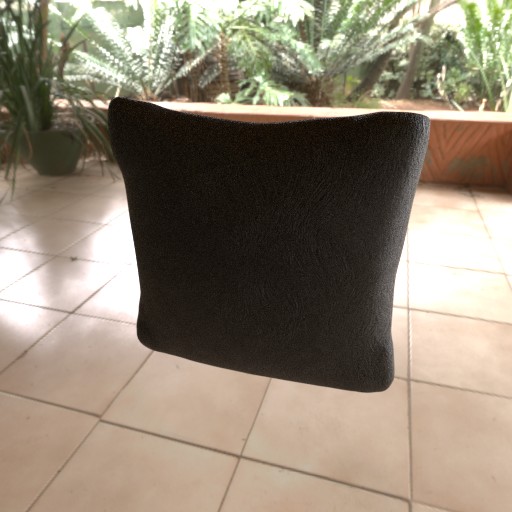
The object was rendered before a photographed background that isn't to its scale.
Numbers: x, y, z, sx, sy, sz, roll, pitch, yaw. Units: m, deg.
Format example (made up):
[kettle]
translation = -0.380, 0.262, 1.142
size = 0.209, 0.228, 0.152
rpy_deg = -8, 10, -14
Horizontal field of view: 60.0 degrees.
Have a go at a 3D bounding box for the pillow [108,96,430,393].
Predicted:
[pillow]
translation = 0.000, 0.000, 0.791
size = 0.533, 0.523, 0.210
rpy_deg = 7, 27, 14
